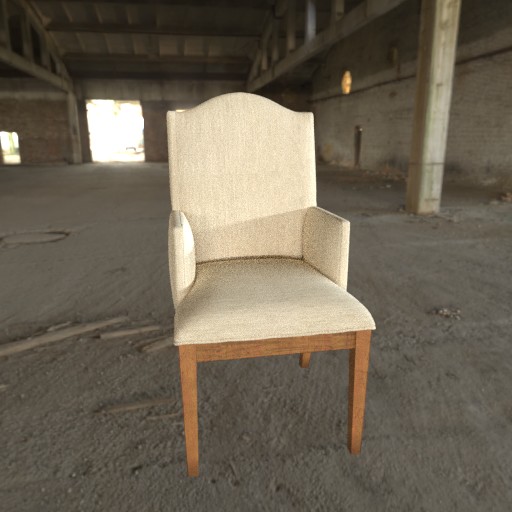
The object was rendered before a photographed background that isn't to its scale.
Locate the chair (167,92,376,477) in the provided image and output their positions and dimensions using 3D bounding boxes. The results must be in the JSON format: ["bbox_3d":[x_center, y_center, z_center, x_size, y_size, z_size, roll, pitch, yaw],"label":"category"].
[{"bbox_3d":[0.000,0.000,1.379,0.533,1.016,0.641,-3,15,-10],"label":"chair"}]
